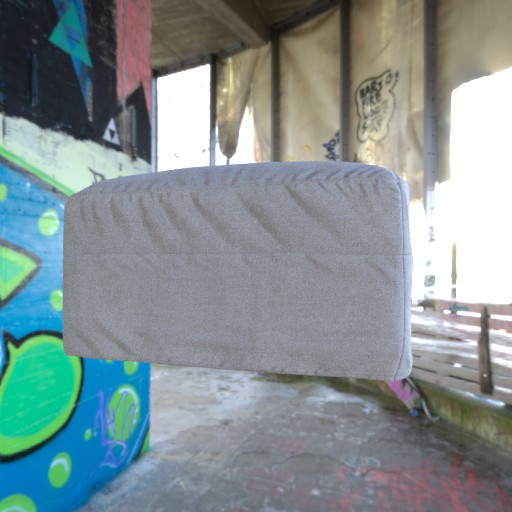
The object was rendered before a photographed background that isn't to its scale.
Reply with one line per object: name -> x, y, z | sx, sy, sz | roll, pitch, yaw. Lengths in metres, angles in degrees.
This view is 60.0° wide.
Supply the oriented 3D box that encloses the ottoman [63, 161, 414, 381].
ottoman -> 0.000, 0.000, 1.264 | 0.837, 0.481, 0.683 | 0, 0, 18
